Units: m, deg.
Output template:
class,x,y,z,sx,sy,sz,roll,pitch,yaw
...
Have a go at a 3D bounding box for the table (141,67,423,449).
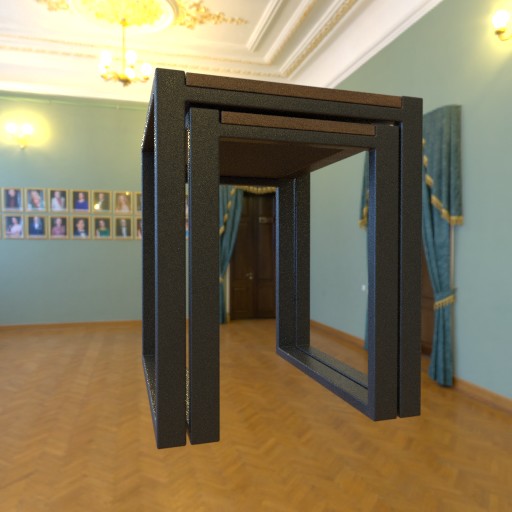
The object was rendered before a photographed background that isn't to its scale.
class,x,y,z,sx,sy,sz,roll,pitch,yaw
table,0.000,0.000,0.938,0.449,0.550,0.500,0,1,-17
